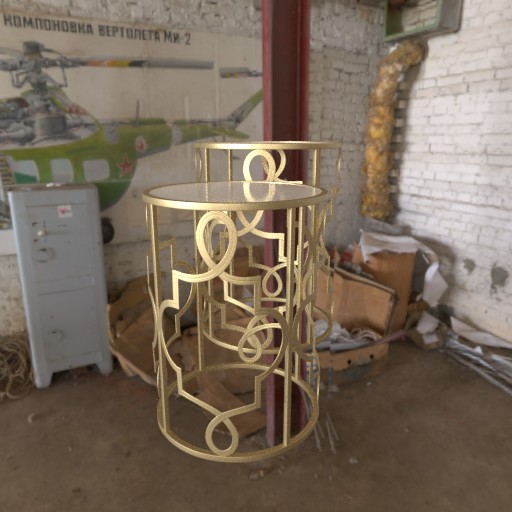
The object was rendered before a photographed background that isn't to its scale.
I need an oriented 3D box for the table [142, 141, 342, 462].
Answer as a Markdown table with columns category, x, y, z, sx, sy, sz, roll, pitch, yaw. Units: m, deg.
| category | x | y | z | sx | sy | sz | roll | pitch | yaw |
| --- | --- | --- | --- | --- | --- | --- | --- | --- | --- |
| table | 0.000 | 0.000 | 1.152 | 0.420 | 0.564 | 0.846 | 2 | 16 | 9 |
